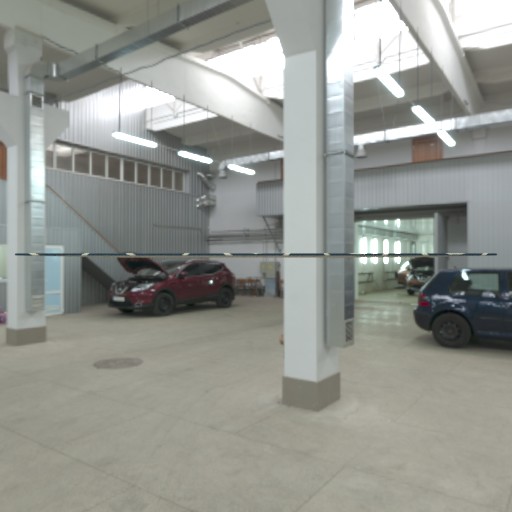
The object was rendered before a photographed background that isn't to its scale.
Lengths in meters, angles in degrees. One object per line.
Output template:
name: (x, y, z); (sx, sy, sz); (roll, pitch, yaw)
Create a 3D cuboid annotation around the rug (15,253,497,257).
rug: (0.000, 0.000, 2.714); (2.134, 0.010, 1.524); (0, -1, 0)
